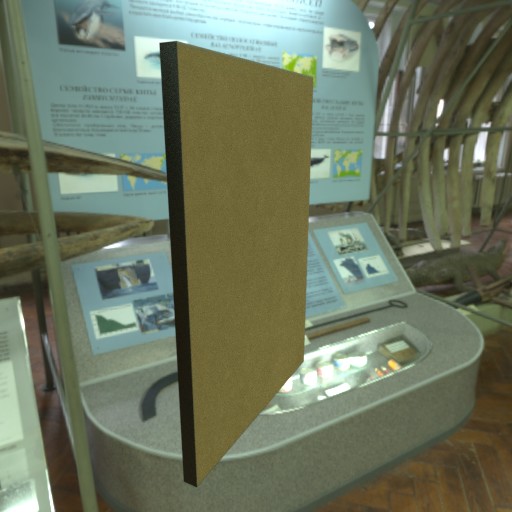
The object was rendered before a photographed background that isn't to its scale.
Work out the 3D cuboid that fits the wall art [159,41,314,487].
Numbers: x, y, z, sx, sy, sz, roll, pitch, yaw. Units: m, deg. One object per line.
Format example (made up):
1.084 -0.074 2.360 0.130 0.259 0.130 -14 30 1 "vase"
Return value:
0.000 0.000 0.568 0.019 0.455 0.314 8 18 27 "wall art"
